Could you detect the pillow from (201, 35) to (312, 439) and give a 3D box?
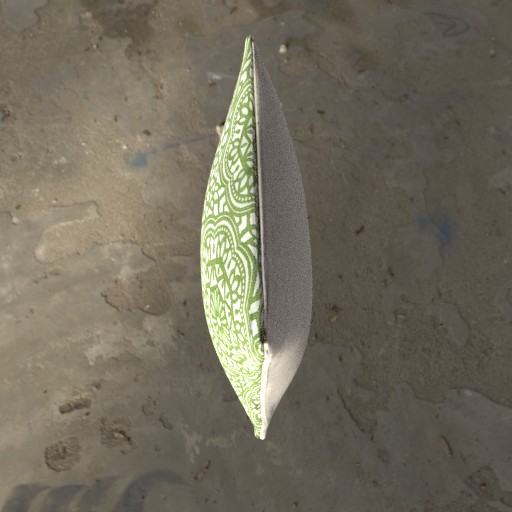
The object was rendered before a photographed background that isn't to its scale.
[{"bbox_3d":[0.000,0.000,0.650,0.162,0.419,0.440,-1,58,-1],"label":"pillow"}]
